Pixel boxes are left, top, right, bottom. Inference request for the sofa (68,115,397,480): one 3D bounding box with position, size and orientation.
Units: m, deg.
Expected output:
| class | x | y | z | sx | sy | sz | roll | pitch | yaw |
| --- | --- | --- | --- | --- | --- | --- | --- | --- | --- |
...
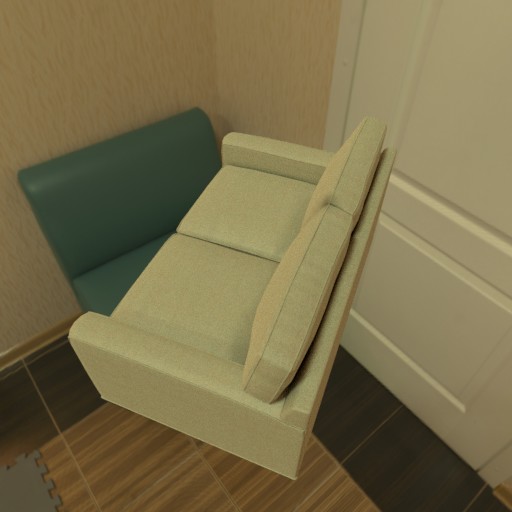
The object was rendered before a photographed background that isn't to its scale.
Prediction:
| class | x | y | z | sx | sy | sz | roll | pitch | yaw |
| --- | --- | --- | --- | --- | --- | --- | --- | --- | --- |
| sofa | 0.000 | 0.000 | 2.062 | 0.942 | 0.853 | 1.484 | 17 | 50 | 15 |
